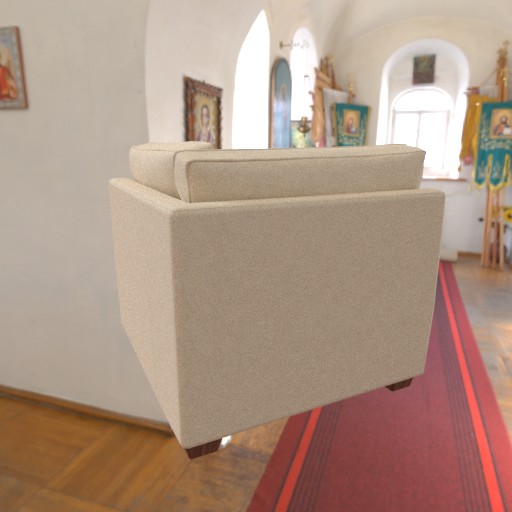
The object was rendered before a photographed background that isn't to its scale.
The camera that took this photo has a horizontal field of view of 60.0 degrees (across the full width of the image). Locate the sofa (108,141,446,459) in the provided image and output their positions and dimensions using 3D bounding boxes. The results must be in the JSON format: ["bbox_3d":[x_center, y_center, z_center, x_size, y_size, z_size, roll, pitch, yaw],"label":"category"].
[{"bbox_3d":[0.000,0.000,1.996,1.084,1.002,1.146,-7,16,-25],"label":"sofa"}]
